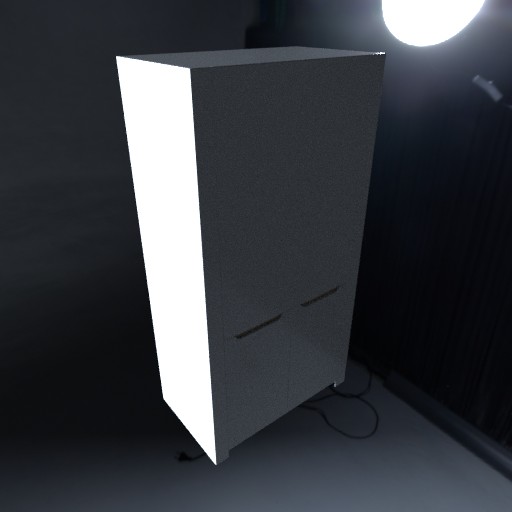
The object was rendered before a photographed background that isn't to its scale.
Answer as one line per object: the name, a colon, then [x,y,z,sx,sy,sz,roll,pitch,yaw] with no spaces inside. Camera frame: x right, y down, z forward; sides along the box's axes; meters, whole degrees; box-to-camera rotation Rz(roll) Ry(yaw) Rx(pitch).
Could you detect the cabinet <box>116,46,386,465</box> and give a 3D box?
cabinet: [0.000,0.000,2.316,0.980,1.920,0.580,-21,35,-33]
